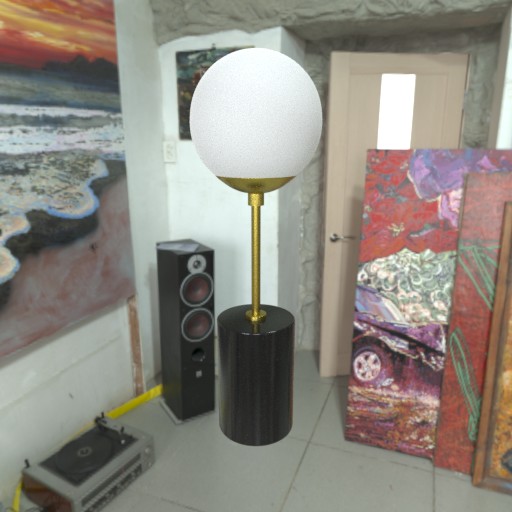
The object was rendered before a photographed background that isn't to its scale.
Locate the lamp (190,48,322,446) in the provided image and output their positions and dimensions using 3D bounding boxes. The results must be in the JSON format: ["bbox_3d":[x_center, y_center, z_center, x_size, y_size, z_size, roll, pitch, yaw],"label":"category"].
[{"bbox_3d":[0.000,0.000,0.559,0.153,0.480,0.153,0,14,0],"label":"lamp"}]
